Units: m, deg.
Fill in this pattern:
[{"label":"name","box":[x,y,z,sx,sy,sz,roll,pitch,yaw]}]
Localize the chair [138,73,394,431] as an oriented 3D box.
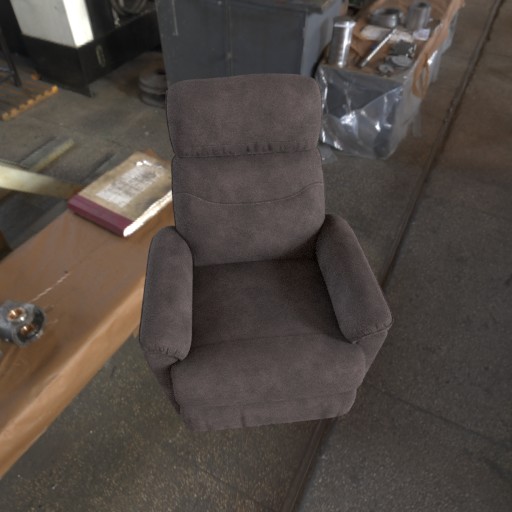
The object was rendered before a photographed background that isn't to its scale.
[{"label":"chair","box":[0.000,0.000,1.722,0.830,1.035,1.009,-4,47,-4]}]
